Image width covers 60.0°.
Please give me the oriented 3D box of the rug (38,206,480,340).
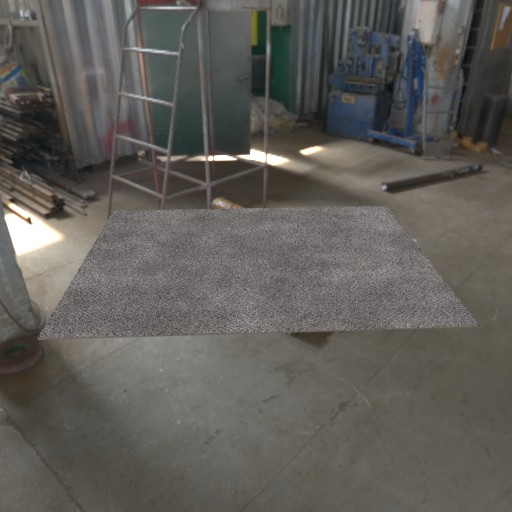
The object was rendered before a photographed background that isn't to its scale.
[{"bbox_3d":[0.000,0.000,2.931,2.235,0.008,1.600,-1,29,-2],"label":"rug"}]
